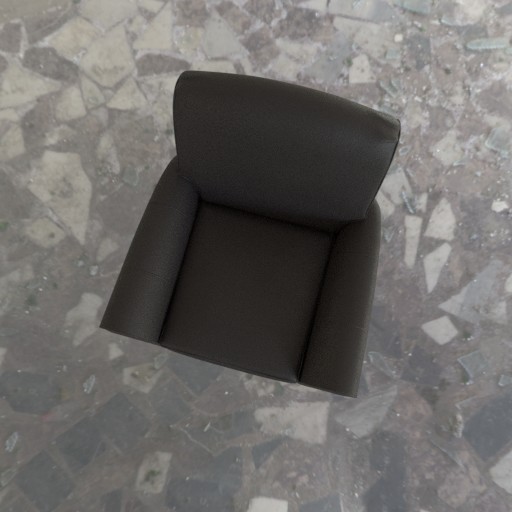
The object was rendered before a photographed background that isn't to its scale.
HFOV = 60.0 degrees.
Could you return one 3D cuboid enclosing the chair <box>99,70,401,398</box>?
[{"bbox_3d":[0.000,0.000,1.787,0.978,1.061,0.902,14,76,4],"label":"chair"}]
